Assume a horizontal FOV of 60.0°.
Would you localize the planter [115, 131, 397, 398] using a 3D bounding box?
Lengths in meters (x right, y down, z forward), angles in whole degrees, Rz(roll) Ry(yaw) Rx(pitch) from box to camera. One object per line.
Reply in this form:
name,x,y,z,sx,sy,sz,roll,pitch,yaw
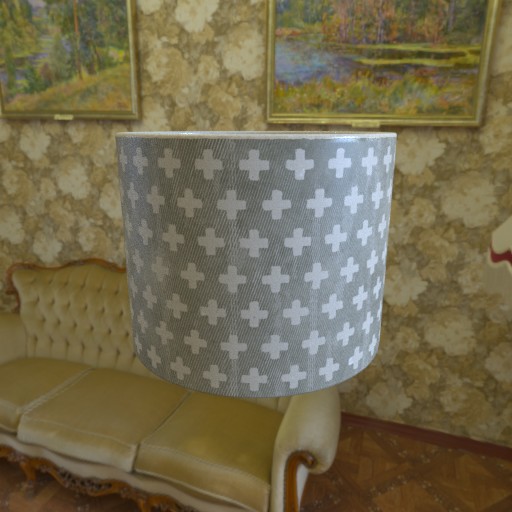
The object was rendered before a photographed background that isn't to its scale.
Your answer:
planter,0.000,0.000,0.337,0.190,0.181,0.190,0,16,0
